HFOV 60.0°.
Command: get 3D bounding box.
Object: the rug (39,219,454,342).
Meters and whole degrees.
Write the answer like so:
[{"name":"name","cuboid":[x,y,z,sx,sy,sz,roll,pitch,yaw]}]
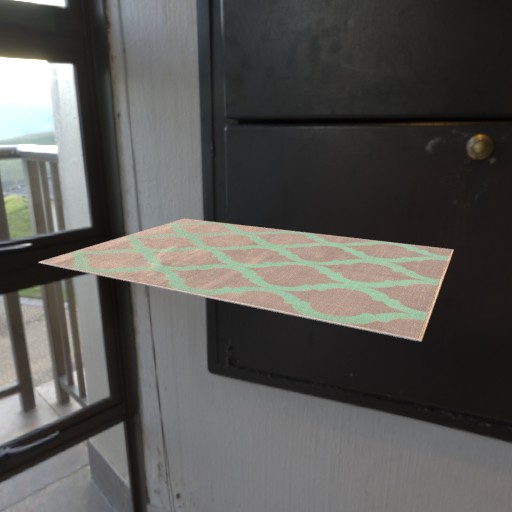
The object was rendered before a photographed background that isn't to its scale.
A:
[{"name":"rug","cuboid":[0.000,0.000,2.922,2.286,0.006,1.524,8,18,26]}]
